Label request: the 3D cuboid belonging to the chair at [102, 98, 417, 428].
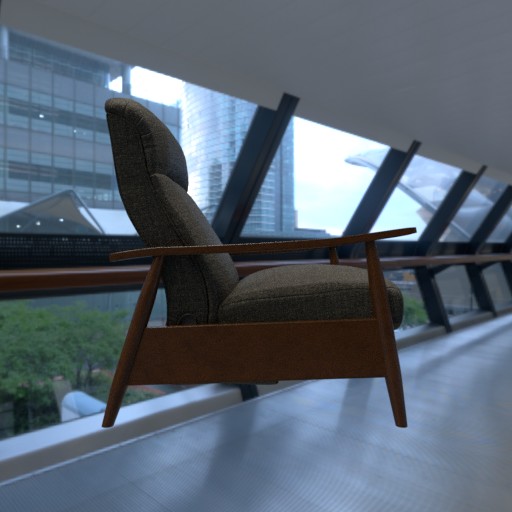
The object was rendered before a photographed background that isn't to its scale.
[{"bbox_3d":[0.000,0.000,1.761,1.014,1.082,0.762,0,0,0],"label":"chair"}]
